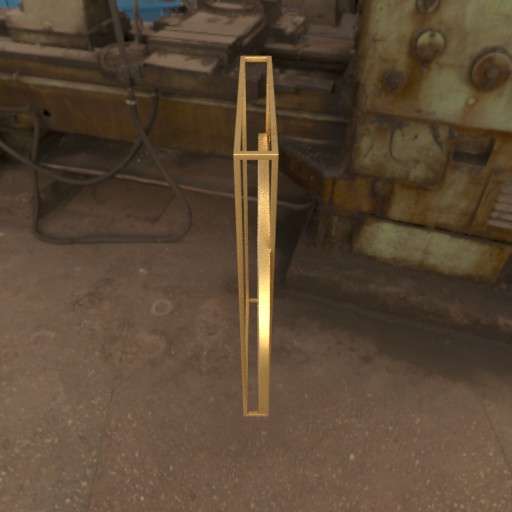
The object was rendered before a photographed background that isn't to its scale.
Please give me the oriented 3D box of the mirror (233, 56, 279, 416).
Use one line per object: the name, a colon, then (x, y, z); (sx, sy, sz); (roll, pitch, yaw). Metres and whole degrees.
mirror: (0.000, 0.000, 0.817); (0.051, 0.603, 0.508); (0, 43, 0)
